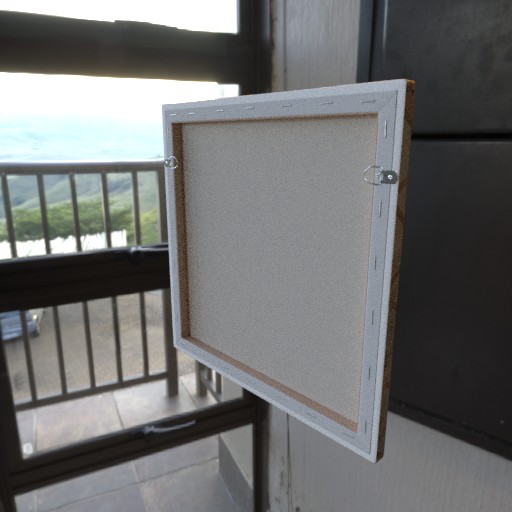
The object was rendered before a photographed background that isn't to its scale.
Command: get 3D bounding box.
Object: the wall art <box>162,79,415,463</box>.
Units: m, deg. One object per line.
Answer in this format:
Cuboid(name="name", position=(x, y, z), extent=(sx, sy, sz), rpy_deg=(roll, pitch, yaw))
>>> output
Cuboid(name="wall art", position=(0.000, 0.000, 1.332), extent=(0.039, 0.914, 0.912), rpy_deg=(-14, 20, -42))
